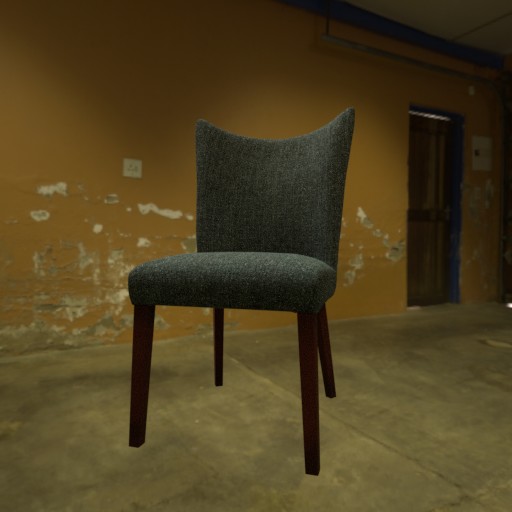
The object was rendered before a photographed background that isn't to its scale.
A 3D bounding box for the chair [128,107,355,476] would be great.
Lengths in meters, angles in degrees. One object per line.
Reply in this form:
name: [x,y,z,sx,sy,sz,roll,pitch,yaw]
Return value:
chair: [0.000,0.000,1.300,0.535,0.924,0.623,1,2,17]
